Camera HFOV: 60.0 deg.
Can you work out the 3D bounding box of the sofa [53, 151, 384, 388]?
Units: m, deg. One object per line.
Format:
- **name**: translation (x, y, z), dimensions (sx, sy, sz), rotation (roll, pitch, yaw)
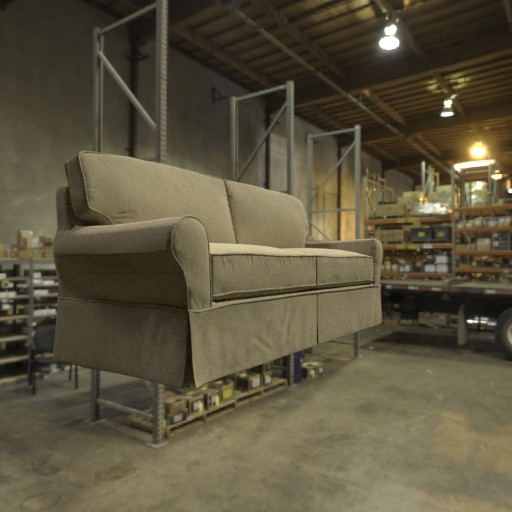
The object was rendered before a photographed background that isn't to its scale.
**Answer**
- **sofa**: translation (0.000, 0.000, 2.728), dimensions (0.900, 1.014, 2.246), rotation (0, -1, 35)
